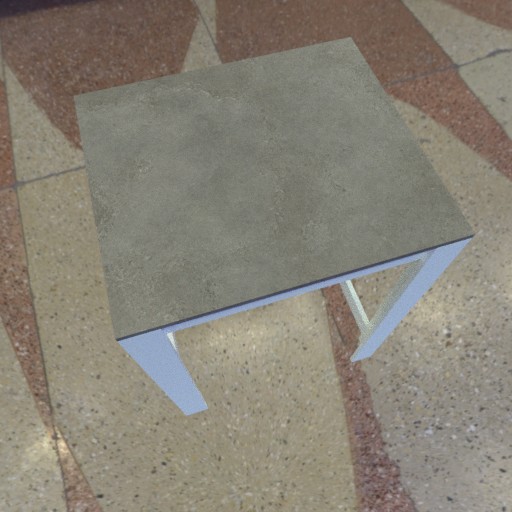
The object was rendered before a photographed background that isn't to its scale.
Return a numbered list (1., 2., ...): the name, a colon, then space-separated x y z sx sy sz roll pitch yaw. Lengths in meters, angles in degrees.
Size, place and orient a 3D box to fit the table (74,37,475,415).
1. table: 0.000 0.000 1.532 0.800 1.020 0.700 -16 63 -8
